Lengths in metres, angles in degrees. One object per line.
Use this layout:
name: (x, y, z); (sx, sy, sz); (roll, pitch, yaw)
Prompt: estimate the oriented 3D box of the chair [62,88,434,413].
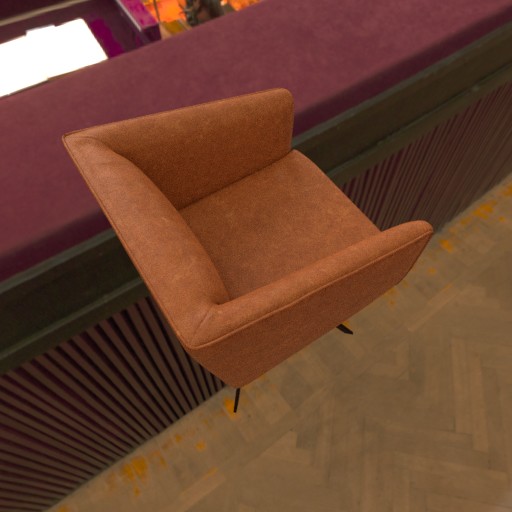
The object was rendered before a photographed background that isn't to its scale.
chair: (0.000, 0.000, 1.220); (0.625, 0.760, 0.588); (-29, 63, -17)
